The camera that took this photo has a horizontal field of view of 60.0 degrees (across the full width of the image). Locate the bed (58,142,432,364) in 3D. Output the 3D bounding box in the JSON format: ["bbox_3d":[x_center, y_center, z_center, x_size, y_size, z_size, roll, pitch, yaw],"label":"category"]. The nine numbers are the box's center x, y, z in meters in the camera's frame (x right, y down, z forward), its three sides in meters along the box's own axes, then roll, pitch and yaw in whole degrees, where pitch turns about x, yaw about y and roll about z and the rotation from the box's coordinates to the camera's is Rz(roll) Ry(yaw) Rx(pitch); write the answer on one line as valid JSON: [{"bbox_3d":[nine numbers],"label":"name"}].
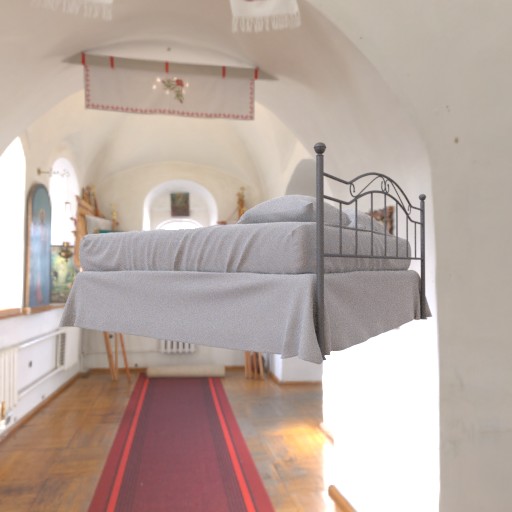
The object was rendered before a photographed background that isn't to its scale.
[{"bbox_3d":[0.000,0.000,3.601,2.220,1.080,2.309,-1,-1,35],"label":"bed"}]
